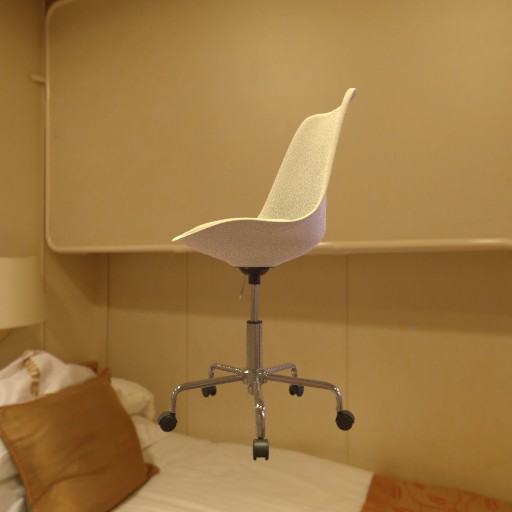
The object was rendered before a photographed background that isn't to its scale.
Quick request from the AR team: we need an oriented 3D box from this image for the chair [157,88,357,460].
[{"bbox_3d":[0.000,0.000,1.269,0.550,0.930,0.550,0,0,-19],"label":"chair"}]
